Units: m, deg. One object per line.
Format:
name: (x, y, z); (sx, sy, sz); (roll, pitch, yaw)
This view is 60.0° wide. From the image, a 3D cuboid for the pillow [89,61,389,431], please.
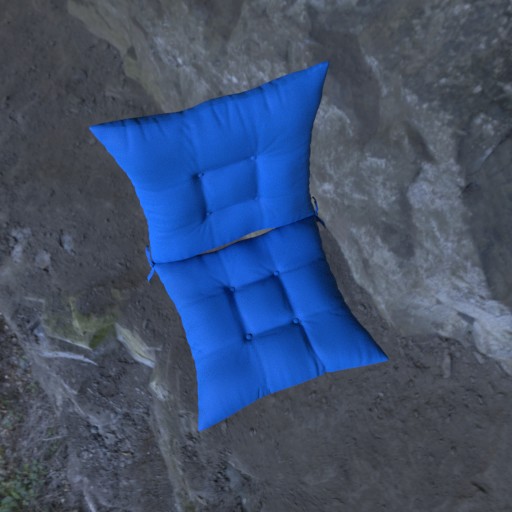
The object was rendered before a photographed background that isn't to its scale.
pillow: (0.000, 0.000, 1.015); (0.541, 0.536, 0.585); (-18, 65, -9)
